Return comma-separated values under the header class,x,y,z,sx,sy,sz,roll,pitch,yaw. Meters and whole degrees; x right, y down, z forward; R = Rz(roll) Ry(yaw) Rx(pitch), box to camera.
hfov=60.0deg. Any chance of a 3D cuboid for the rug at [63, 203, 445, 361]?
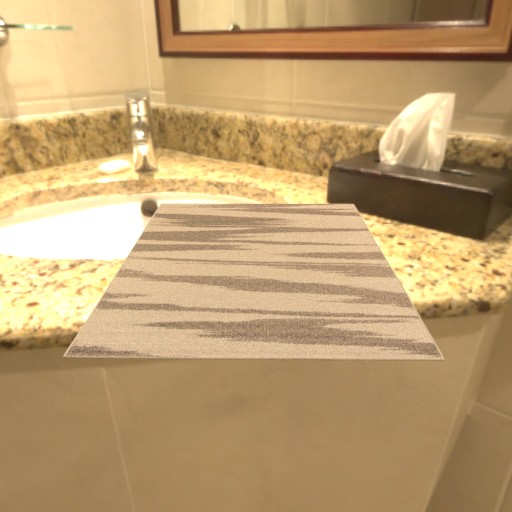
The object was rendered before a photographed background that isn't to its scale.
class,x,y,z,sx,sy,sz,roll,pitch,yaw
rug,0.000,0.000,4.042,2.353,0.014,2.945,0,25,1
